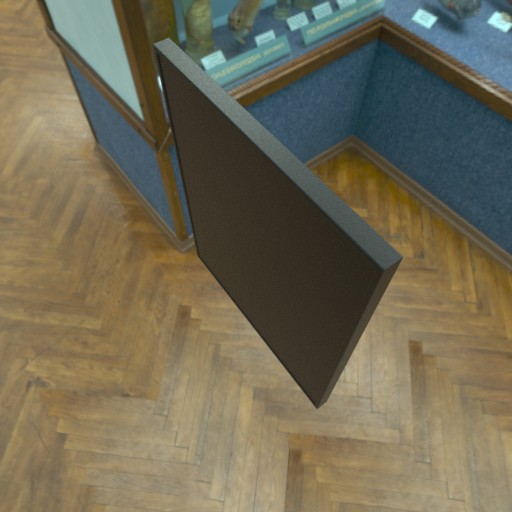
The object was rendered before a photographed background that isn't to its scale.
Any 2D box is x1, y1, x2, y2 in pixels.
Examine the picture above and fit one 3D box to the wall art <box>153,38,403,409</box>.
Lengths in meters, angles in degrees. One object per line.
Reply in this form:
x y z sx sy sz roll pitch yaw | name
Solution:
0.000 0.000 0.756 0.028 0.551 0.451 -32 63 -18 | wall art
